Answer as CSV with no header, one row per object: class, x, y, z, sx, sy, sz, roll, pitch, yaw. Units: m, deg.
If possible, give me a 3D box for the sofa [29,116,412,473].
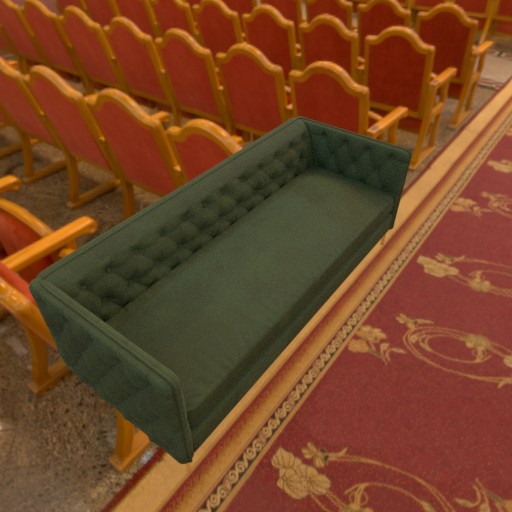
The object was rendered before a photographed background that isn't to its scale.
sofa,0.000,0.000,2.612,0.895,0.771,2.209,27,48,27
